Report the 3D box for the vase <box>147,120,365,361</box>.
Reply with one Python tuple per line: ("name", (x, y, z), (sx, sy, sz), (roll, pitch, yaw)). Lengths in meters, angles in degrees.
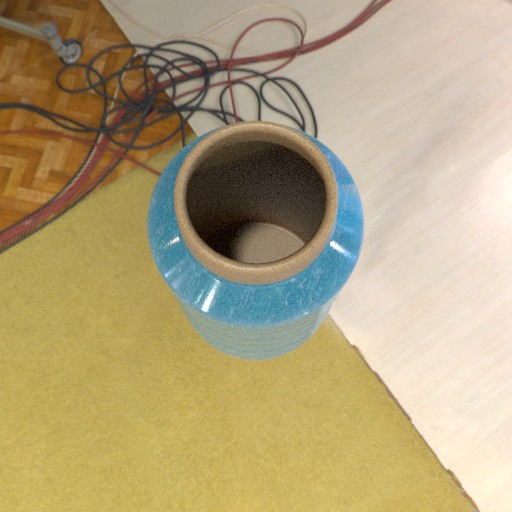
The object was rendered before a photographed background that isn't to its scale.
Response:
("vase", (0.000, 0.000, 0.370), (0.163, 0.267, 0.163), (0, 75, 0))
